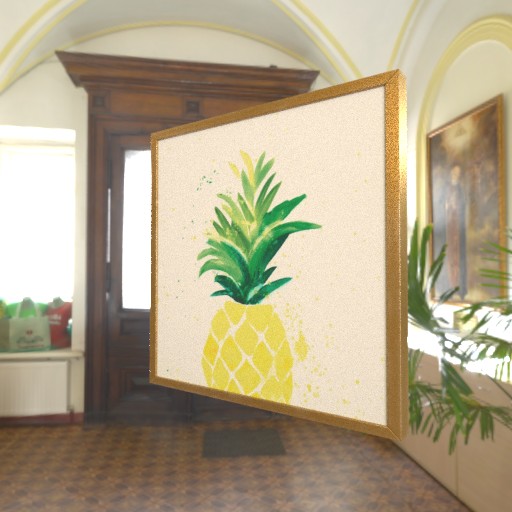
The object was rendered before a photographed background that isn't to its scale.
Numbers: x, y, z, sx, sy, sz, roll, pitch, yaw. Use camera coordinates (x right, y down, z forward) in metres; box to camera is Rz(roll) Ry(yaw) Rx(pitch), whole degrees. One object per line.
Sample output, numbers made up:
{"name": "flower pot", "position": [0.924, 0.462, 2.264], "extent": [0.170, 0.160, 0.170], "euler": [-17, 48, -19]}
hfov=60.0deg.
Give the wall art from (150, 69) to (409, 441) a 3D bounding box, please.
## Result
{"name": "wall art", "position": [0.000, 0.000, 0.768], "extent": [0.510, 0.509, 0.033], "euler": [-1, -1, 36]}
